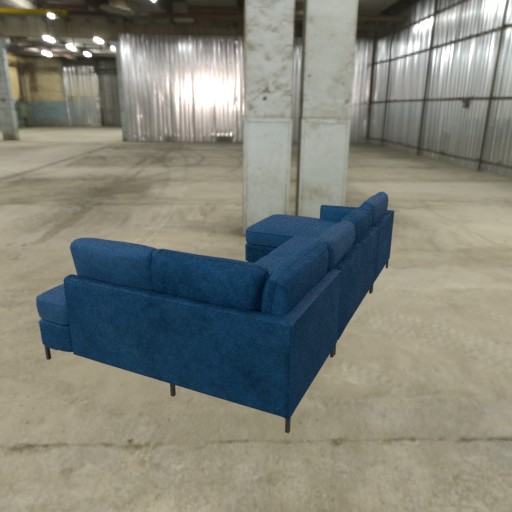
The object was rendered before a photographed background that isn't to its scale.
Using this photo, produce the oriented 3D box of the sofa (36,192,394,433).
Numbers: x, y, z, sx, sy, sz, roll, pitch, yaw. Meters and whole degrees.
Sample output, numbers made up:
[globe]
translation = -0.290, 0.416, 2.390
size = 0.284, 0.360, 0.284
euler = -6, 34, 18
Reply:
[sofa]
translation = 0.000, 0.000, 4.344
size = 2.055, 0.992, 3.434
euler = 8, 20, 24
